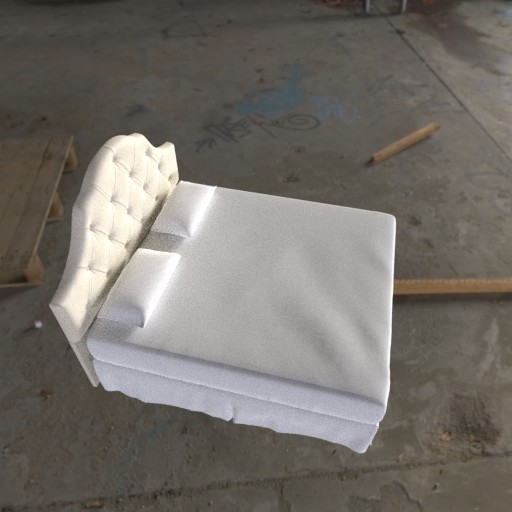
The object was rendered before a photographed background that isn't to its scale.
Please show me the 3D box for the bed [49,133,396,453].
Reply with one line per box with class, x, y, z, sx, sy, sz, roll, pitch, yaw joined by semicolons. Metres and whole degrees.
bed;0.000;0.000;3.450;2.214;1.615;2.008;10;47;10
